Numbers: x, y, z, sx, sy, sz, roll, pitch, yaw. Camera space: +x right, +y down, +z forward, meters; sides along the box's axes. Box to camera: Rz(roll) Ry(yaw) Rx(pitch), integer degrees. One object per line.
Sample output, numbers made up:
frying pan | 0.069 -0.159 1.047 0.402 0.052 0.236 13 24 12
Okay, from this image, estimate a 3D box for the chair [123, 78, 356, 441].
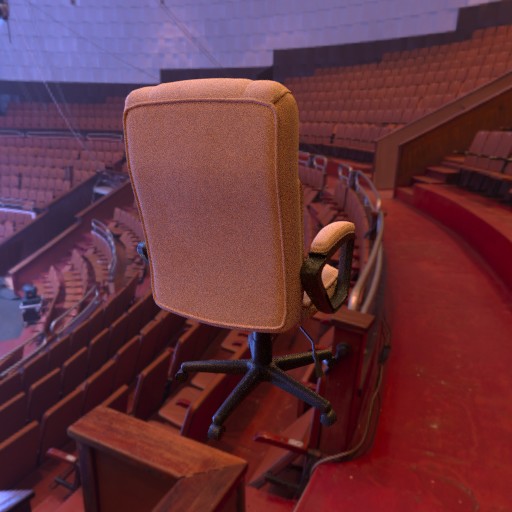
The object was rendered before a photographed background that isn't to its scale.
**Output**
chair | 0.000 0.000 1.561 0.667 1.105 0.724 8 17 26
